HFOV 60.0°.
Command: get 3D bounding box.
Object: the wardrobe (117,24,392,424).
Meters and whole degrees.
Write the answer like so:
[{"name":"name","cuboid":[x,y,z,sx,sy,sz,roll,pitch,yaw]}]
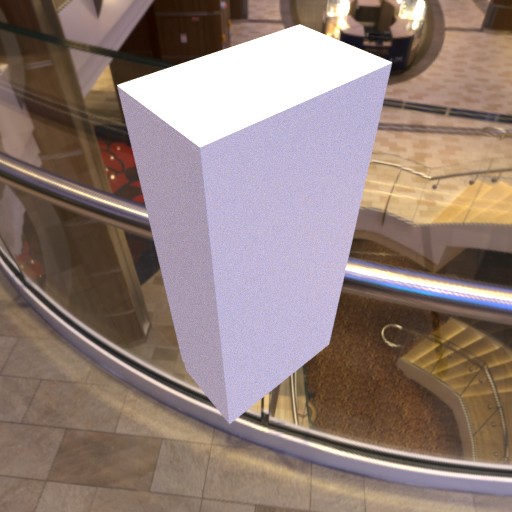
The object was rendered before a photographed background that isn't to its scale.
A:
[{"name":"wardrobe","cuboid":[0.000,0.000,2.015,0.760,1.700,0.470,-31,54,-26]}]
